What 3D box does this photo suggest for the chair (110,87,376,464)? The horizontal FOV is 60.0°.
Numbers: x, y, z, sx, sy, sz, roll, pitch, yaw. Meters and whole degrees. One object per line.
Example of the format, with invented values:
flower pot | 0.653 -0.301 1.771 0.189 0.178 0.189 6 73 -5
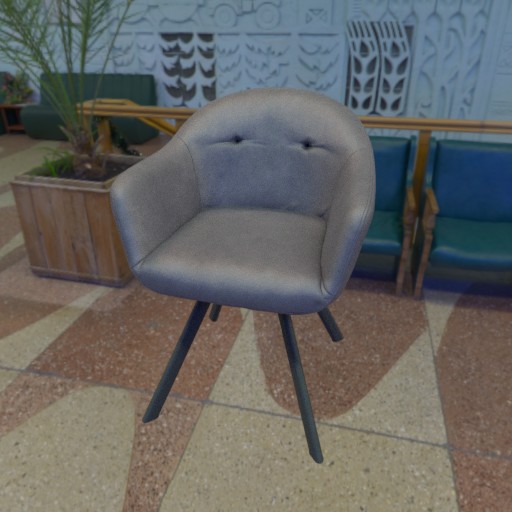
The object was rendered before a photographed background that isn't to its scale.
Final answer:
chair | 0.000 0.000 1.167 0.567 0.781 0.544 7 28 14
